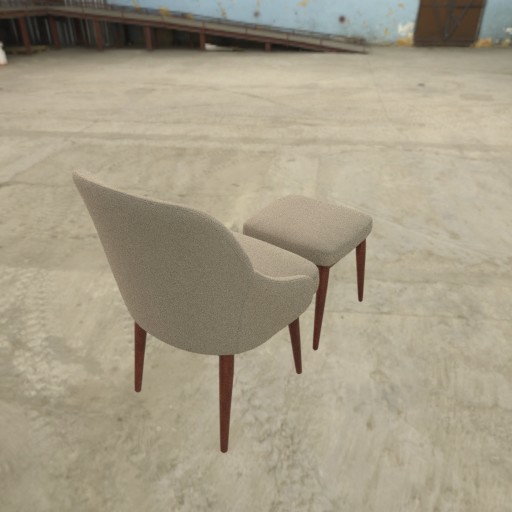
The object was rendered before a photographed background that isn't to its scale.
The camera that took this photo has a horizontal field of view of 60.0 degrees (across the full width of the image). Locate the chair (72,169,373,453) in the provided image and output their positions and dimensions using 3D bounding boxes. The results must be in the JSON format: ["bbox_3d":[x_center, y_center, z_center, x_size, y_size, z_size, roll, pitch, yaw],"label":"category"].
[{"bbox_3d":[0.000,0.000,1.570,0.584,0.866,1.114,21,36,31],"label":"chair"}]
